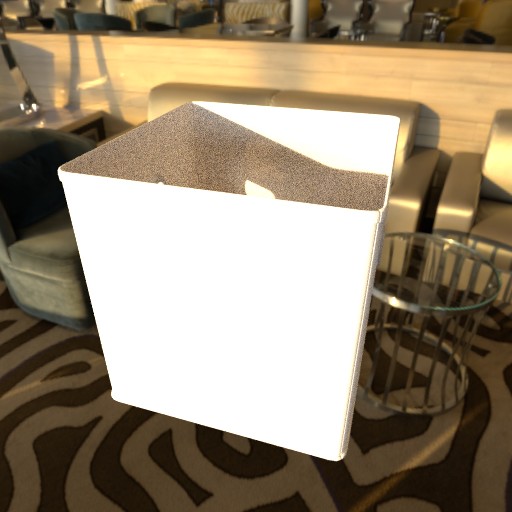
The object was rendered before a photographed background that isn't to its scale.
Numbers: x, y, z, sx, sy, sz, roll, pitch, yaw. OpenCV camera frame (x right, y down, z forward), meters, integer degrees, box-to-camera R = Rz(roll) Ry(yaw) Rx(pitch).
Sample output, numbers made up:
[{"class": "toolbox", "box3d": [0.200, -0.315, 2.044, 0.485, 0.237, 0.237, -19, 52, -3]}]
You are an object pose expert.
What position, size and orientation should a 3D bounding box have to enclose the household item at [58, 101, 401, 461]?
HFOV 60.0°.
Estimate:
[{"class": "household item", "box3d": [0.000, 0.000, 0.571, 0.305, 0.305, 0.305, 9, 33, 15]}]
